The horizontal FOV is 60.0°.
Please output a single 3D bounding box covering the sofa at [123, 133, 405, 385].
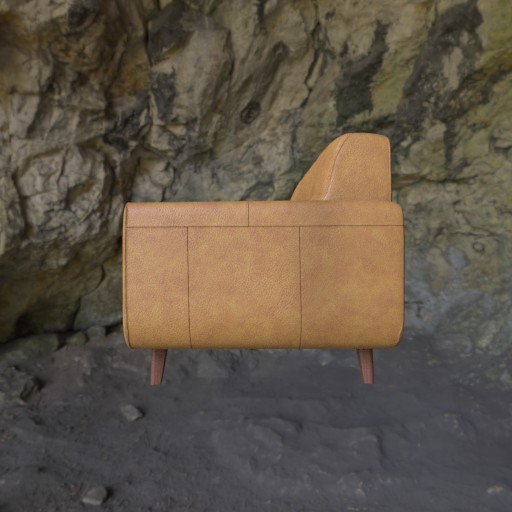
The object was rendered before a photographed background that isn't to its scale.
[{"bbox_3d":[0.000,0.000,2.261,0.952,0.925,1.651,0,1,-1],"label":"sofa"}]
